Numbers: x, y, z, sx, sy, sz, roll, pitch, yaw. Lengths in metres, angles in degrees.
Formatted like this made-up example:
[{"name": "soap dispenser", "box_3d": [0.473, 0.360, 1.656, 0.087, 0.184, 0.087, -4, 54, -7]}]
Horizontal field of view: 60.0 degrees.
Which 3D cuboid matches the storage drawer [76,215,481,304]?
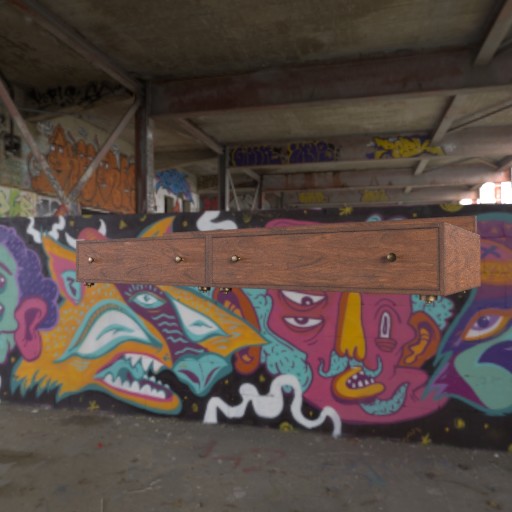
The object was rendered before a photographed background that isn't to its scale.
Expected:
[{"name": "storage drawer", "box_3d": [0.000, 0.000, 2.213, 1.914, 0.339, 0.774, -1, -1, 34]}]
